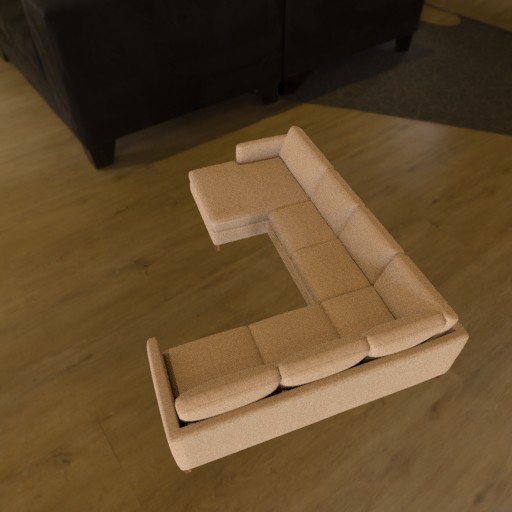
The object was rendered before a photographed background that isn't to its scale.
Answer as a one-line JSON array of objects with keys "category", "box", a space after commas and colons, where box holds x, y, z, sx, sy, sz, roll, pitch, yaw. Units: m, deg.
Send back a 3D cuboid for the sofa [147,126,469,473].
[{"category": "sofa", "box": [0.000, 0.000, 4.592, 2.551, 0.889, 3.403, -15, 48, -14]}]
